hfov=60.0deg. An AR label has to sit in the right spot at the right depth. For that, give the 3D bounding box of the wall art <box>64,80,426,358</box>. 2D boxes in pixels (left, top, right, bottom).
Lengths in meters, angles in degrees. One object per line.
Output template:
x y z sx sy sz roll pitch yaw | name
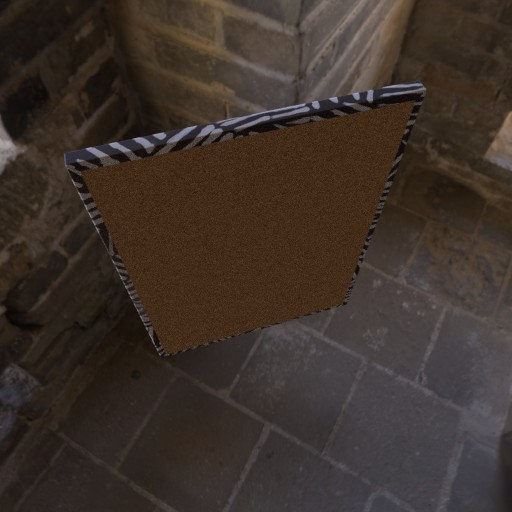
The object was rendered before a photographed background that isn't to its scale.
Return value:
0.000 0.000 1.330 0.765 1.017 0.038 -15 58 -9 | wall art
